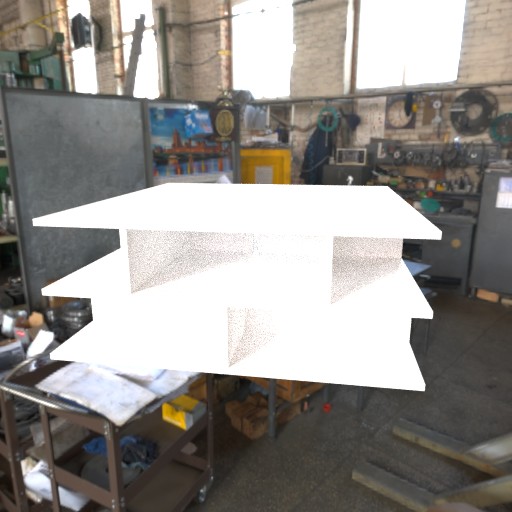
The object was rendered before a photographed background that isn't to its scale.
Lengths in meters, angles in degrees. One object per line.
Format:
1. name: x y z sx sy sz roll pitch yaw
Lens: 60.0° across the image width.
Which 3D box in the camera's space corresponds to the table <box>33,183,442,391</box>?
1. table: 0.000 0.000 1.113 0.700 0.289 0.700 2 15 9
